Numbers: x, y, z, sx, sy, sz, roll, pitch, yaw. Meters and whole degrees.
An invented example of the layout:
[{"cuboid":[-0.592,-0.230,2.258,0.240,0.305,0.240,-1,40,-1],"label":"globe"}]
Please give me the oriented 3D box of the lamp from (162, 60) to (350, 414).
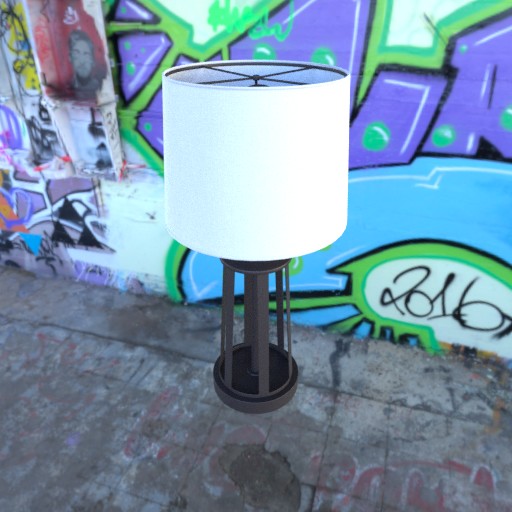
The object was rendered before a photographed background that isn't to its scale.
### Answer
[{"cuboid":[0.000,0.000,0.655,0.251,0.509,0.251,0,30,0],"label":"lamp"}]
